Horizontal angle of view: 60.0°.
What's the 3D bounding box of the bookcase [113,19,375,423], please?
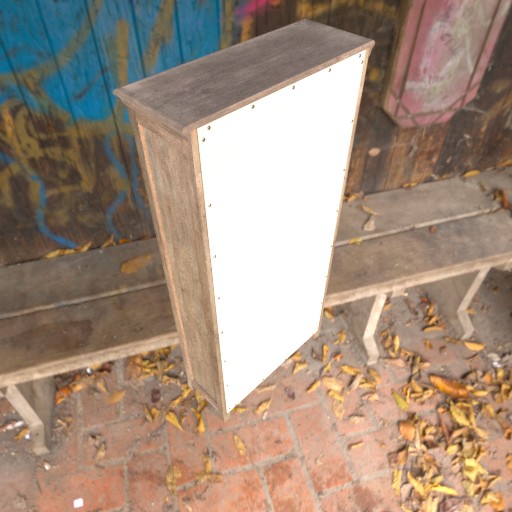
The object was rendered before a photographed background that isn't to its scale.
[{"bbox_3d":[0.000,0.000,2.168,0.906,1.880,0.348,-35,55,-30],"label":"bookcase"}]
